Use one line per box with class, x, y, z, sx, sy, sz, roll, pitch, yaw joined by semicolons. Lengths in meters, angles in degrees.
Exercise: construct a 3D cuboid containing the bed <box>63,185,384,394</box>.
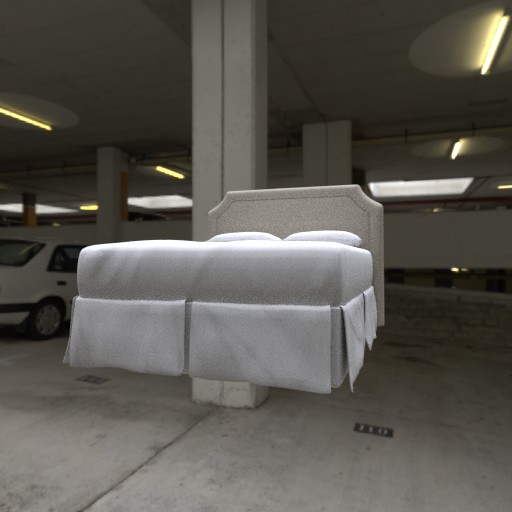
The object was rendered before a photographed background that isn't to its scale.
bed;0.000;0.000;3.221;1.693;1.290;2.116;0;-1;19
